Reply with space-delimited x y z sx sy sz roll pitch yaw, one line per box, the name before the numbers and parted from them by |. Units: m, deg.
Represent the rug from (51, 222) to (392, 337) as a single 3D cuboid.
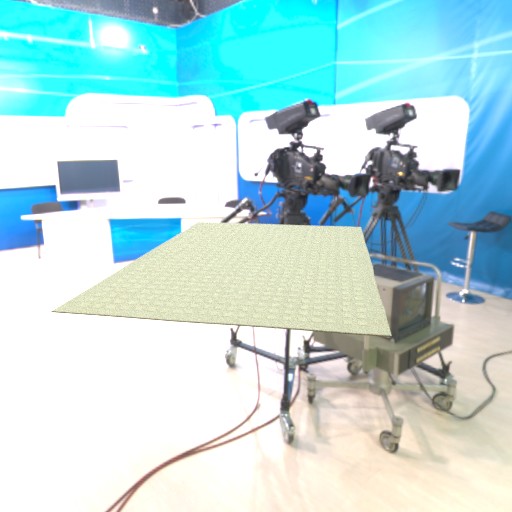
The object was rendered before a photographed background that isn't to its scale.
rug | 0.000 0.000 2.269 1.143 0.006 1.747 3 15 9
